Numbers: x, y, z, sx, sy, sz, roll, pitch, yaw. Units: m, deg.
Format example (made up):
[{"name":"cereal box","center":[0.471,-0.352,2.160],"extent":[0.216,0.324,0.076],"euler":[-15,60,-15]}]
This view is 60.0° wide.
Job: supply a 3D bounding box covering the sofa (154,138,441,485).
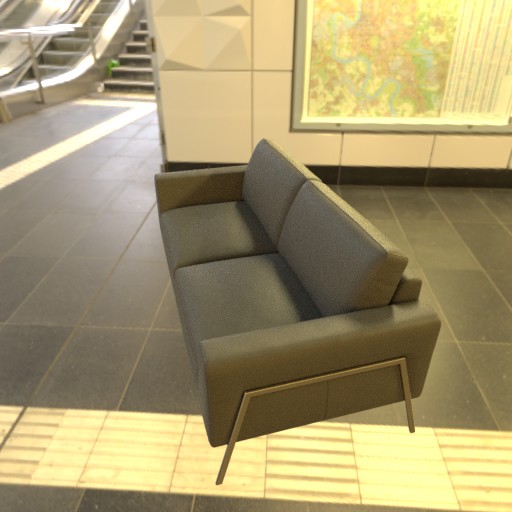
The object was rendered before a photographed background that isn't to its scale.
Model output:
[{"name":"sofa","center":[0.000,0.000,2.521],"extent":[0.953,0.875,2.017],"euler":[-8,31,-14]}]
